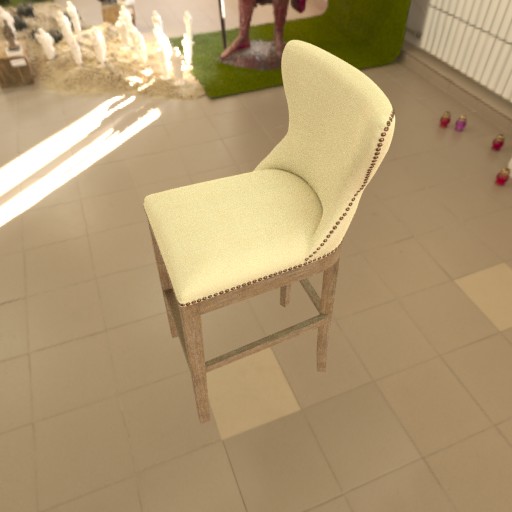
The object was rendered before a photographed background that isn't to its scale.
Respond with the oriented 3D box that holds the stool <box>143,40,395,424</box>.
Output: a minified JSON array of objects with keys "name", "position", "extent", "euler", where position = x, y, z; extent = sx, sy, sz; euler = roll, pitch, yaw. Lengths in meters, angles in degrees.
[{"name":"stool","position":[0.000,0.000,1.418],"extent":[0.606,1.123,0.494],"euler":[-16,48,-15]}]
